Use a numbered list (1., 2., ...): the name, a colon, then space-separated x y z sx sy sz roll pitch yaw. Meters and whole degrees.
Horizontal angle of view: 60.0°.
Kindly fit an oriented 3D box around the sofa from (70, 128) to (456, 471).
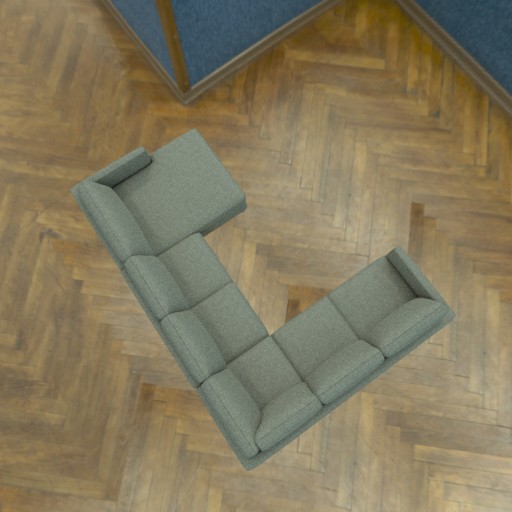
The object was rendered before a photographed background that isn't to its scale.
1. sofa: 0.000 0.000 4.782 2.551 0.889 3.403 -34 78 -8
